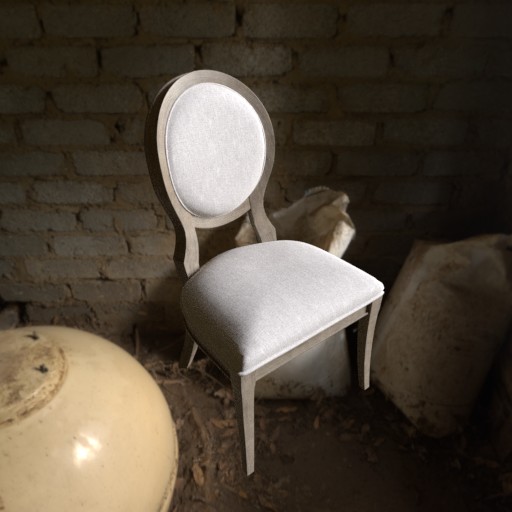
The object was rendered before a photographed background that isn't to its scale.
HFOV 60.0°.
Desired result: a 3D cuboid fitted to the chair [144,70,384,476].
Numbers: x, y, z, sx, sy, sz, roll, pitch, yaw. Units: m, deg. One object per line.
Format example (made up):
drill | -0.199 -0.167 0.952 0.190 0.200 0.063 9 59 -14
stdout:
chair | 0.000 0.000 1.350 0.558 0.990 0.602 -23 38 -31
